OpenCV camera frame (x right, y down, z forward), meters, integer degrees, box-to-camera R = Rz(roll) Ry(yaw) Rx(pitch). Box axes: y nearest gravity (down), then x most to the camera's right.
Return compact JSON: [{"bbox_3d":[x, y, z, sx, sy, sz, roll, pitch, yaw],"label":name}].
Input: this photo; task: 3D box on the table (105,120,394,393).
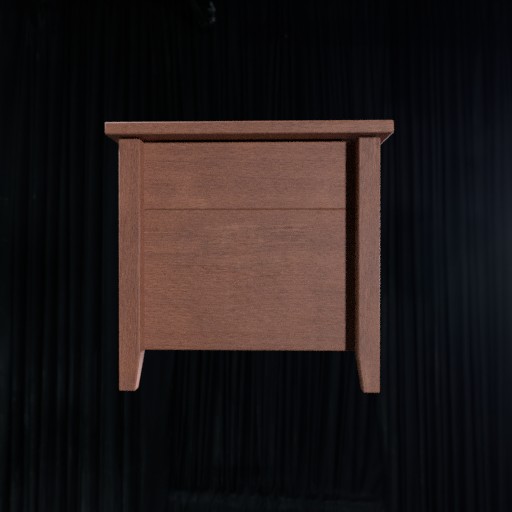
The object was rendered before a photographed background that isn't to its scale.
[{"bbox_3d":[0.000,0.000,1.247,0.483,0.457,1.016,0,0,2],"label":"table"}]
